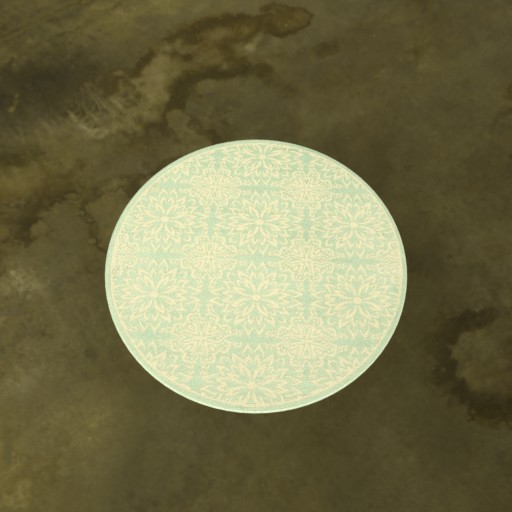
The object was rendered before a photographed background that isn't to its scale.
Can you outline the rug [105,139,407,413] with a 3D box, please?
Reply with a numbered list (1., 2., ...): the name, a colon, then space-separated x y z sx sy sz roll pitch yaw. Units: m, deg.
1. rug: 0.000 0.000 2.363 1.593 0.012 1.593 0 64 0
